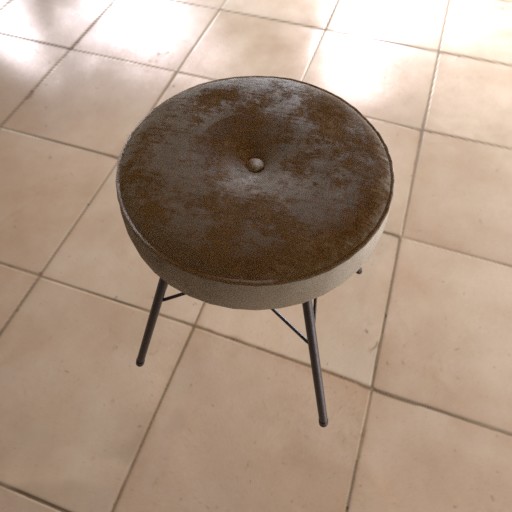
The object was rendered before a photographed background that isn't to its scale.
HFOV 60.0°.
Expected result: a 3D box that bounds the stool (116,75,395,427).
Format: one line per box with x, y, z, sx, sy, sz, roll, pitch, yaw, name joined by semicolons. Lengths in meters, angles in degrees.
0.000;0.000;0.866;0.457;0.538;0.423;15;60;9;stool
